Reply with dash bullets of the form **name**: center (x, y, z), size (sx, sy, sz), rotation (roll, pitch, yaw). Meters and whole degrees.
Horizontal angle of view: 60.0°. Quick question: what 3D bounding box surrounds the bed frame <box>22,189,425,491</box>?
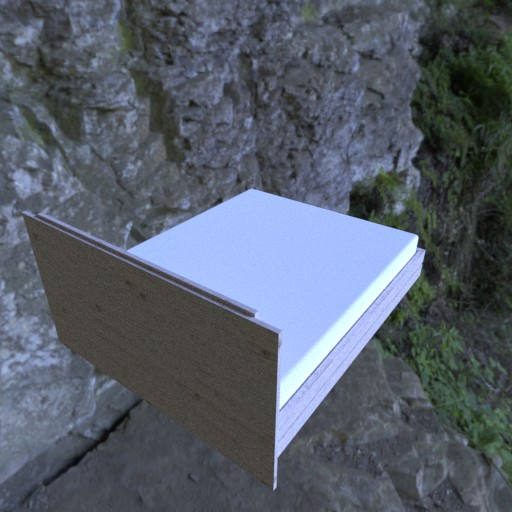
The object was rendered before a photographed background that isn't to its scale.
- **bed frame**: center (0.000, 0.000, 3.009), size (1.750, 0.970, 2.080), rotation (21, 36, 31)
